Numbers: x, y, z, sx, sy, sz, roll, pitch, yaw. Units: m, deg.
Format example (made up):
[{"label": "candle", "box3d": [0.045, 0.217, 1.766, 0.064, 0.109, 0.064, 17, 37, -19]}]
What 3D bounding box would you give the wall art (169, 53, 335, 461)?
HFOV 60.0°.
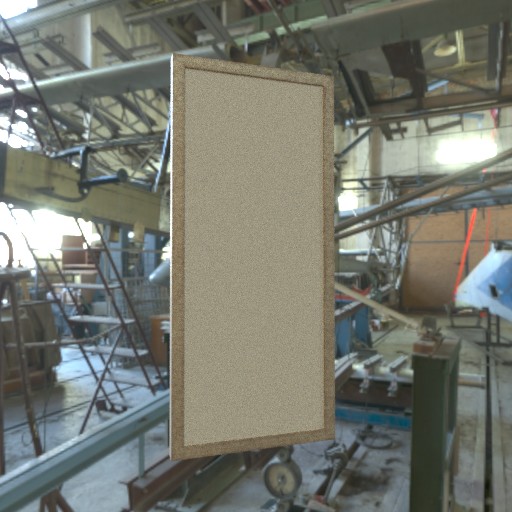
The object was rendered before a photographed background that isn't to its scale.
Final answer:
[{"label": "wall art", "box3d": [0.000, 0.000, 1.708, 0.648, 1.461, 0.051, 0, -1, -18]}]
